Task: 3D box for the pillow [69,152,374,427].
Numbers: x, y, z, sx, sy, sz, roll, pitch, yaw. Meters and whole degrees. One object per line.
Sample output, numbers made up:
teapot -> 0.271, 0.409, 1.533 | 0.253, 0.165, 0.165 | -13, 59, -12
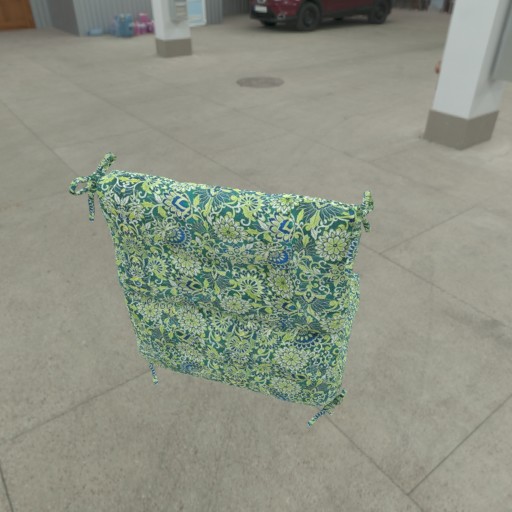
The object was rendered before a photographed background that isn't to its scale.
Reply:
pillow -> 0.000, 0.000, 1.048 | 0.519, 0.605, 0.571 | 10, 35, 15
